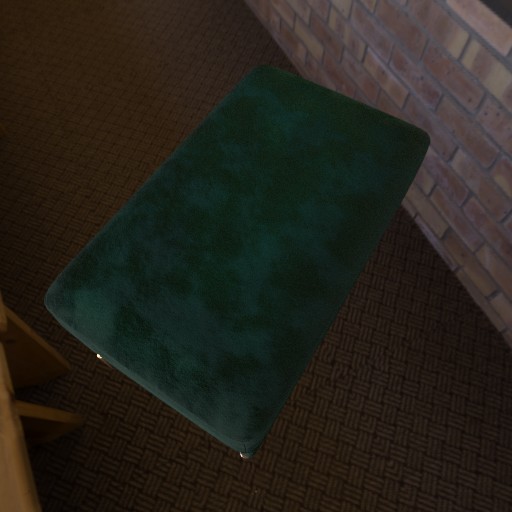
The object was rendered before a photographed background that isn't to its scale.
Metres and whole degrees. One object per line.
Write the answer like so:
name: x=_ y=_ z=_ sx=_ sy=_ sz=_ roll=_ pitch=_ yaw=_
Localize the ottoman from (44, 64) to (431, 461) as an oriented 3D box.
ottoman: x=0.000 y=0.000 z=1.210 sx=0.536 sy=0.533 sz=0.886 roll=29 pitch=66 yaw=15
